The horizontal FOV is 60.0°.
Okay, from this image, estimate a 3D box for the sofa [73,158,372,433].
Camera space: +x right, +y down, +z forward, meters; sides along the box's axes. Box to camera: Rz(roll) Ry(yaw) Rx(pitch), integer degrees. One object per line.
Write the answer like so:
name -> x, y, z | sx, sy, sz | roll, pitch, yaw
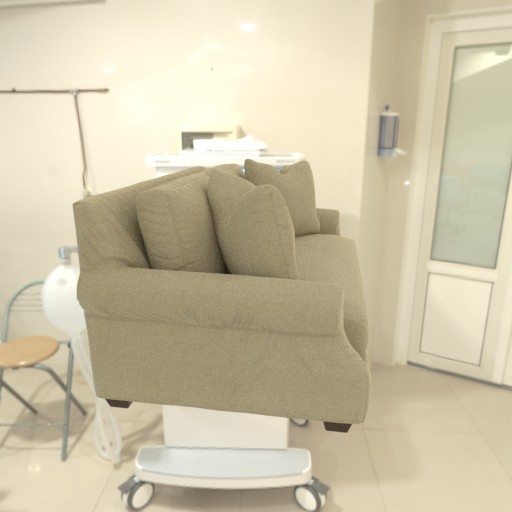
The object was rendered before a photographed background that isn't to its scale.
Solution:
sofa -> 0.000, 0.000, 2.202 | 1.070, 0.905, 1.550 | 3, 17, 9
